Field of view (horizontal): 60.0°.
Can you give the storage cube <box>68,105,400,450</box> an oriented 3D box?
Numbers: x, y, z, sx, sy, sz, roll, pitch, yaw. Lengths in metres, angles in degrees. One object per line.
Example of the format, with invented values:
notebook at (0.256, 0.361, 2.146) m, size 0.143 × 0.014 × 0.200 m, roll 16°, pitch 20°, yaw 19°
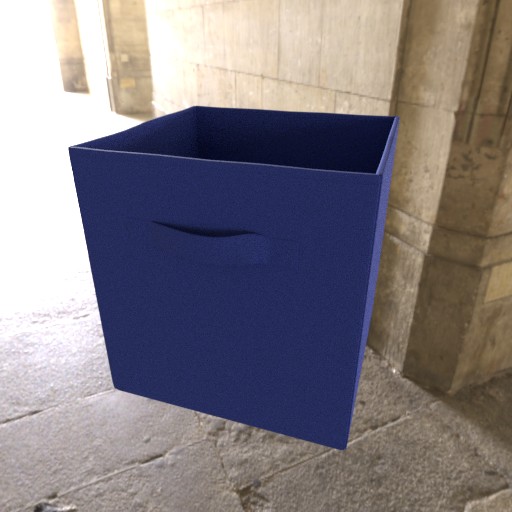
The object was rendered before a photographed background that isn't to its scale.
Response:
storage cube at (0.000, 0.000, 0.505) m, size 0.270 × 0.280 × 0.270 m, roll 9°, pitch 28°, yaw 17°
